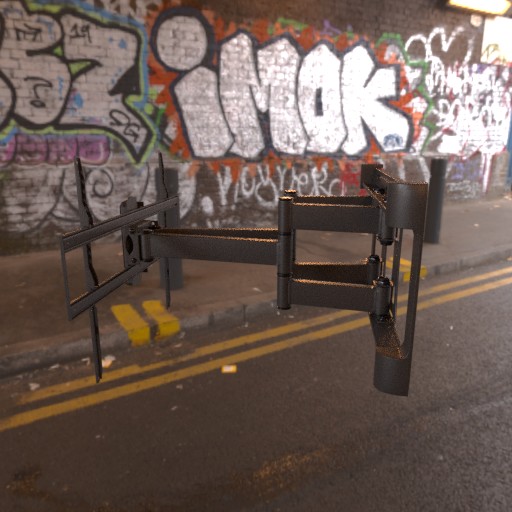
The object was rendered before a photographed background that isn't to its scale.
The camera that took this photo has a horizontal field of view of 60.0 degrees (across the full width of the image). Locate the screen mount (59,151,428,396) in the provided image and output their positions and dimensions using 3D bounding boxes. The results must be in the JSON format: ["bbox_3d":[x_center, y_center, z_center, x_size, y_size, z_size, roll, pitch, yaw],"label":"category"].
[{"bbox_3d":[0.000,0.000,1.085,0.644,0.491,0.661,2,15,9],"label":"screen mount"}]
